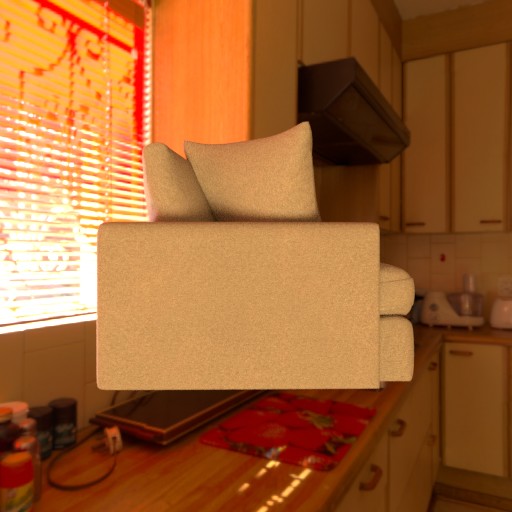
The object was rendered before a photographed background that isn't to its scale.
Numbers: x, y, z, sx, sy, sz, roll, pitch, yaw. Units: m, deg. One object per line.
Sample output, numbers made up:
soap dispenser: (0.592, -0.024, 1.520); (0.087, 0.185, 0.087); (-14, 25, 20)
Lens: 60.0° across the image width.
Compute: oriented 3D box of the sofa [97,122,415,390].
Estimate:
sofa: (0.000, 0.000, 2.549); (1.228, 1.080, 1.869); (0, 0, -1)
